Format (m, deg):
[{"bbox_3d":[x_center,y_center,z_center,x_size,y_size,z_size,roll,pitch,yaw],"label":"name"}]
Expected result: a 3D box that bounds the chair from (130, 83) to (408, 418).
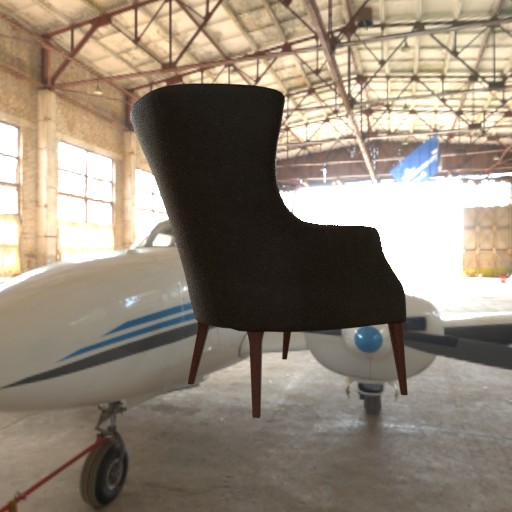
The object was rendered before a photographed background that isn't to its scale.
[{"bbox_3d":[0.000,0.000,1.758,0.954,1.068,0.819,0,0,-35],"label":"chair"}]
